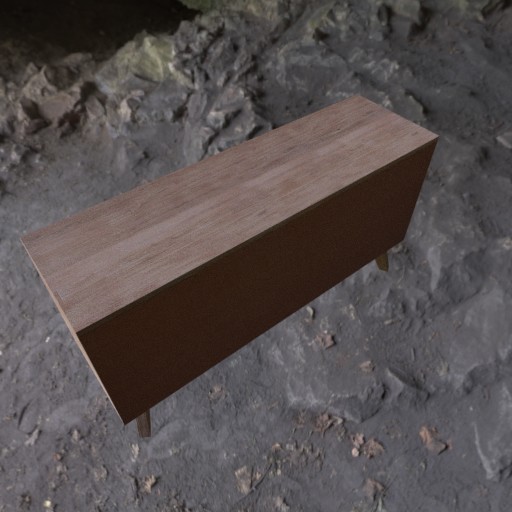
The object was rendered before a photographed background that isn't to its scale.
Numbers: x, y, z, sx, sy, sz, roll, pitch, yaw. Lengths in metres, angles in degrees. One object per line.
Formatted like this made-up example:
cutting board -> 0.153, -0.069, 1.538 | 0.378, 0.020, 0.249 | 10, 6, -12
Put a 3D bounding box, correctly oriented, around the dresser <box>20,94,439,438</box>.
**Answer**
dresser -> 0.000, 0.000, 1.907 | 1.554, 0.805, 0.455 | -30, 53, -25
